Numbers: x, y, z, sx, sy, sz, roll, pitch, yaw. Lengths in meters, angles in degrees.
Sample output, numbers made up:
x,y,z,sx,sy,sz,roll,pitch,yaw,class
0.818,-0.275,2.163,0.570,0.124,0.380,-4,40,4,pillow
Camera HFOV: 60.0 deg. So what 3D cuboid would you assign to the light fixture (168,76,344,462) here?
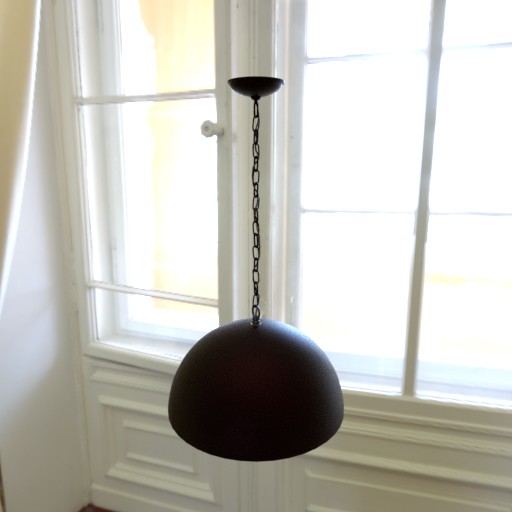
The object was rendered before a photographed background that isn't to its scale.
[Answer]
x,y,z,sx,sy,sz,roll,pitch,yaw,class
0.000,0.000,1.171,0.492,0.869,0.492,-6,13,-27,light fixture
